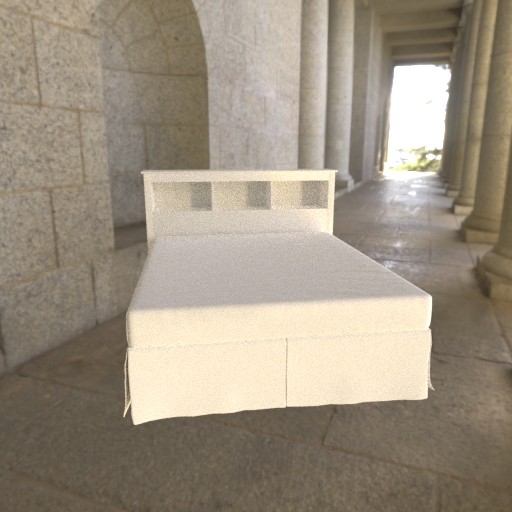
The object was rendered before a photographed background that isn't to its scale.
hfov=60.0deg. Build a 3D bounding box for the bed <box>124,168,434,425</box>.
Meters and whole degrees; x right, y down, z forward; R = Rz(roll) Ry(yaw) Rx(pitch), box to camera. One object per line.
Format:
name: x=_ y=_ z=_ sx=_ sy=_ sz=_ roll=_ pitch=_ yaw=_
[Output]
bed: x=0.000 y=0.000 z=3.115 sx=1.671 sy=1.092 sz=2.133 roll=-2 pitch=14 yaw=-8
